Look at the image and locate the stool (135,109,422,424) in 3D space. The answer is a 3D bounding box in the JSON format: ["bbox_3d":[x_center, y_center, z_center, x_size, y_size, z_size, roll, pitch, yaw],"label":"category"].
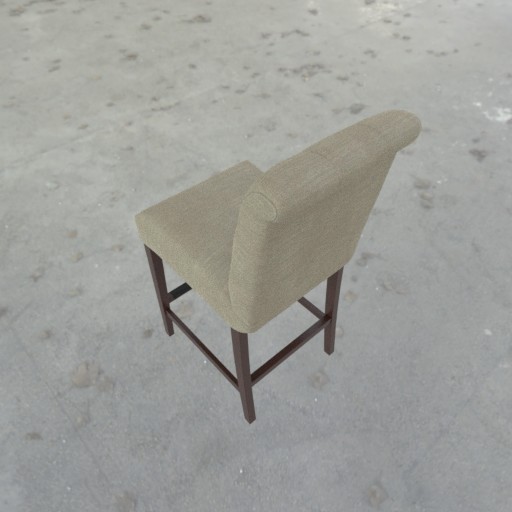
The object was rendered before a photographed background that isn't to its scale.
[{"bbox_3d":[0.000,0.000,1.436,0.486,1.084,0.660,-32,54,-28],"label":"stool"}]
